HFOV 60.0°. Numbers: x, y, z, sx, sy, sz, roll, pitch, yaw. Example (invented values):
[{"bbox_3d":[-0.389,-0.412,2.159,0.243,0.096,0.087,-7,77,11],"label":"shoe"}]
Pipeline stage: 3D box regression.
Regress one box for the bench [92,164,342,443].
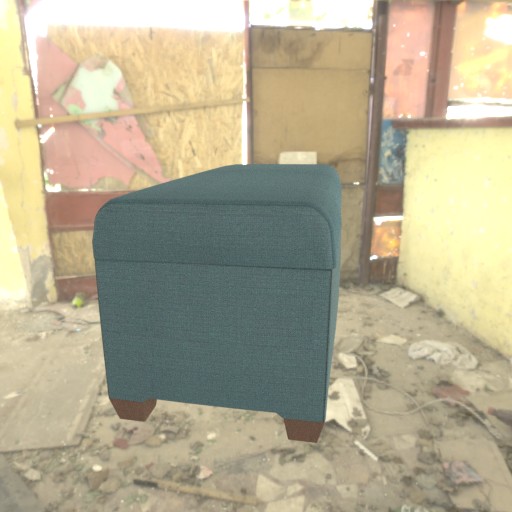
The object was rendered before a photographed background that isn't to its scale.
[{"bbox_3d":[0.000,0.000,1.271,0.476,0.474,0.995,3,16,10],"label":"bench"}]
